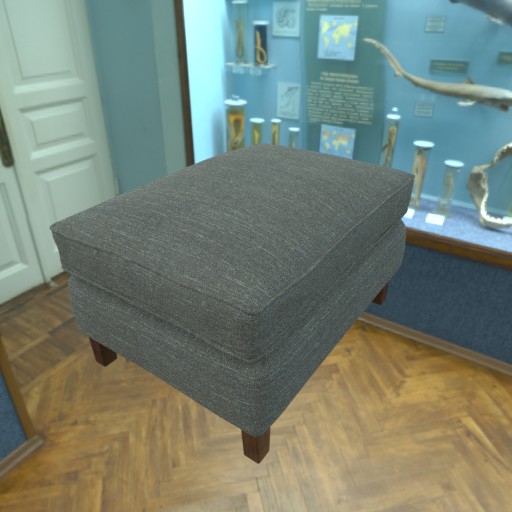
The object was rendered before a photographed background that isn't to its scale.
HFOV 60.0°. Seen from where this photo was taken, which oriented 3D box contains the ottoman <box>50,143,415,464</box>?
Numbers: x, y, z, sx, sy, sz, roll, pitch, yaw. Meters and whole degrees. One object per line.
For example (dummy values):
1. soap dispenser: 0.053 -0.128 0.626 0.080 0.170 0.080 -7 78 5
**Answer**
1. ottoman: 0.000 0.000 0.999 0.508 0.406 0.686 19 35 30
